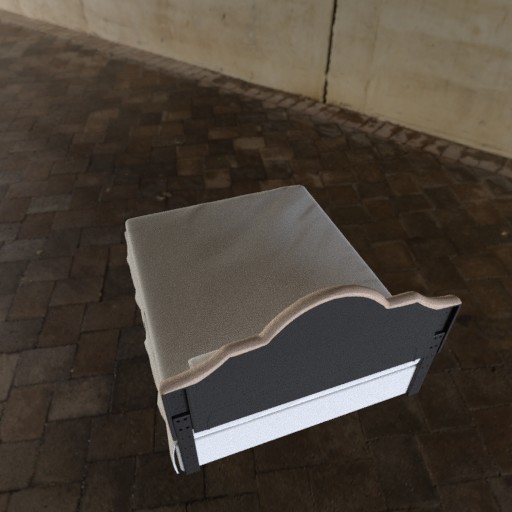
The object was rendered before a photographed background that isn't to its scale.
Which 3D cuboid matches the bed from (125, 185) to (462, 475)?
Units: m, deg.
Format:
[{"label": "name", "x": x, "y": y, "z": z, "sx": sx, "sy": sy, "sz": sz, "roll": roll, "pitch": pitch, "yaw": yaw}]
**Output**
[{"label": "bed", "x": 0.000, "y": 0.000, "z": 2.952, "sx": 1.667, "sy": 1.194, "sz": 1.970, "roll": -13, "pitch": 43, "yaw": -15}]
